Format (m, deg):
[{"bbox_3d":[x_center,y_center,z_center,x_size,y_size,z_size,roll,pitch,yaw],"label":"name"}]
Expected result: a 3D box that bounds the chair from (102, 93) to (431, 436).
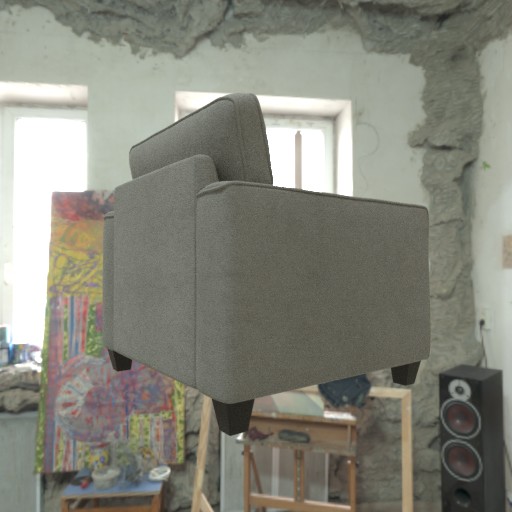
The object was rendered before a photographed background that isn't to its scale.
[{"bbox_3d":[0.000,0.000,1.787,0.939,0.965,1.015,1,-1,-37],"label":"chair"}]
